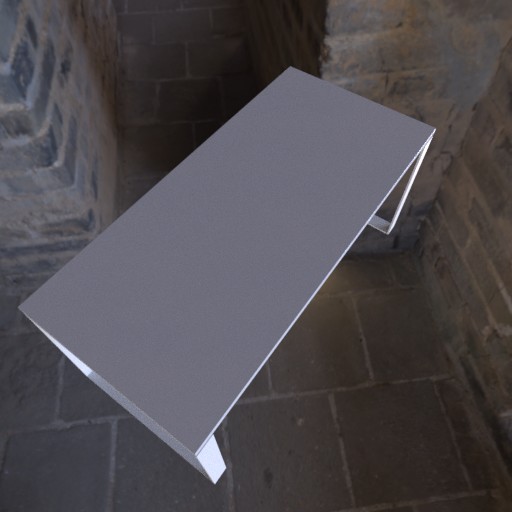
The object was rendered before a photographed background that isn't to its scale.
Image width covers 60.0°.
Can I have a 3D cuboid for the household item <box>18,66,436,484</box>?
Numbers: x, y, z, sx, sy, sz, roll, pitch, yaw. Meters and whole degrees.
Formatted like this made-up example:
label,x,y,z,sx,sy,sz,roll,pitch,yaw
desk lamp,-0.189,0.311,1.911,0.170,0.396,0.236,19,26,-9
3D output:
label,x,y,z,sx,sy,sz,roll,pitch,yaw
household item,0.000,0.000,2.088,0.800,0.745,1.700,31,62,19
